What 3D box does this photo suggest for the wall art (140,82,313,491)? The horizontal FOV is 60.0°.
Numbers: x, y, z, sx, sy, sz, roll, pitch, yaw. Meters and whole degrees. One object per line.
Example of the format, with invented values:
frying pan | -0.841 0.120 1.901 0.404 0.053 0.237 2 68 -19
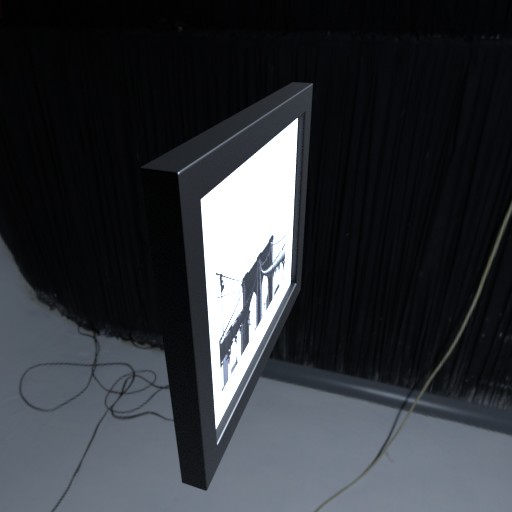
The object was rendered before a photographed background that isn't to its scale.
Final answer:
wall art | 0.000 0.000 0.520 0.028 0.330 0.380 10 31 17
